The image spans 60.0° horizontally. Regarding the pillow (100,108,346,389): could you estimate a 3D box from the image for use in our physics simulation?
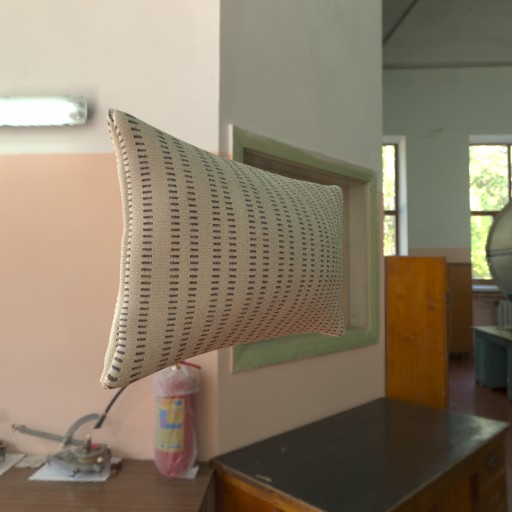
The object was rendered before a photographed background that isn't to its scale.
[{"bbox_3d":[0.000,0.000,0.802,0.210,0.353,0.640,-2,-3,37],"label":"pillow"}]
